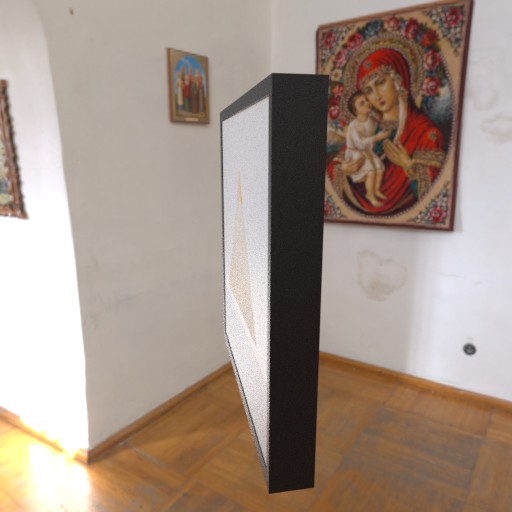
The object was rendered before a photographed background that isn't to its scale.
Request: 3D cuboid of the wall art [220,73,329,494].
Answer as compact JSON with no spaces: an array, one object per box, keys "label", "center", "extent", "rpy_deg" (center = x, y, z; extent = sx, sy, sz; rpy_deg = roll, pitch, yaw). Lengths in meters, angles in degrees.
[{"label":"wall art","center":[0.000,0.000,0.453],"extent":[0.037,0.303,0.304],"rpy_deg":[-2,14,-10]}]
